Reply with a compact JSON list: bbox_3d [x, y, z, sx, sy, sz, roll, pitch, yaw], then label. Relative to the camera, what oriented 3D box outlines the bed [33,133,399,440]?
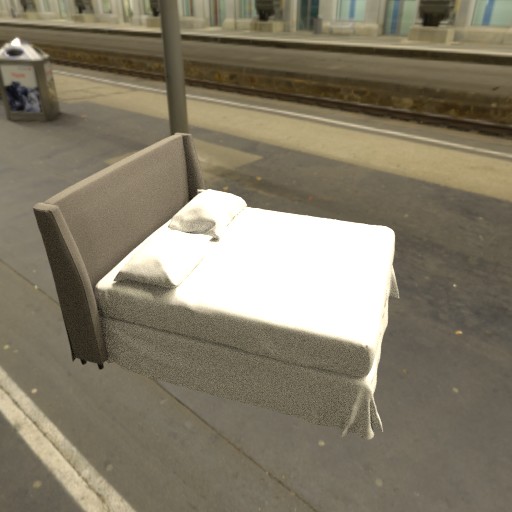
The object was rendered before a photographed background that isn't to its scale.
[{"bbox_3d":[0.000,0.000,3.486,2.276,1.332,1.925,10,31,17],"label":"bed"}]
